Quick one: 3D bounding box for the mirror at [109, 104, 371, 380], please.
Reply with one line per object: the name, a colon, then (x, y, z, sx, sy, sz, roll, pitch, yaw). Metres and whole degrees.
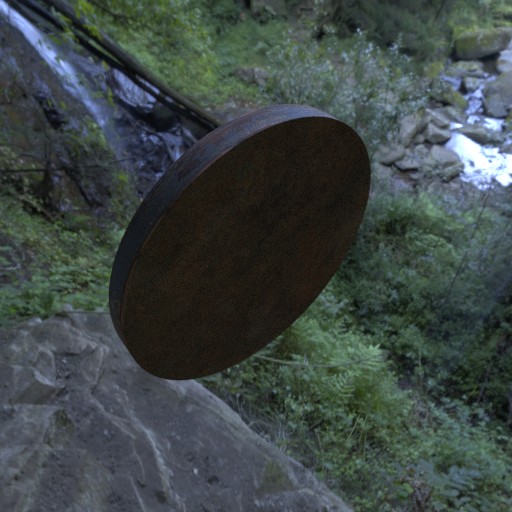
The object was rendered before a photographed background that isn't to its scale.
mirror: (0.000, 0.000, 0.865, 0.585, 0.585, 0.061, -31, 54, -26)
